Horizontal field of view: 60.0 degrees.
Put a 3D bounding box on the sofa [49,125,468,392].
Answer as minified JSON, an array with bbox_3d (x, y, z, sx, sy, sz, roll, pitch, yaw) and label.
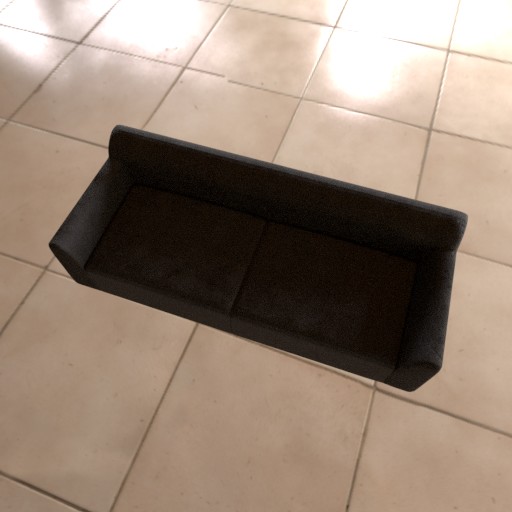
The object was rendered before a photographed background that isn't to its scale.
[{"bbox_3d":[0.000,0.000,2.702,2.190,0.740,0.900,16,60,10],"label":"sofa"}]
